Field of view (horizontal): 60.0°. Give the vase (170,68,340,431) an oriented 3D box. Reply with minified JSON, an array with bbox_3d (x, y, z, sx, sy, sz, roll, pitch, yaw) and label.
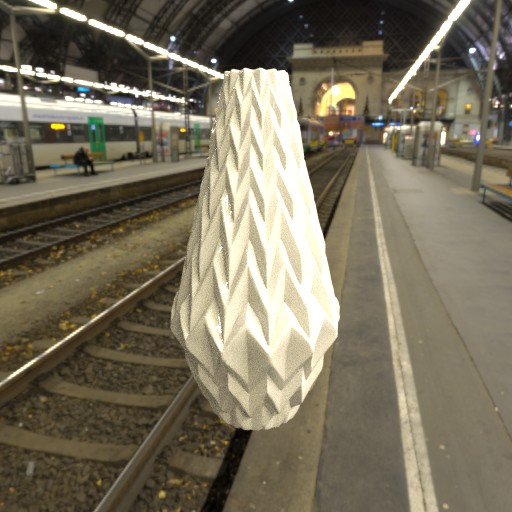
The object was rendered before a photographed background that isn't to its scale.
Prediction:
[{"bbox_3d":[0.000,0.000,0.425,0.167,0.328,0.167,0,15,0],"label":"vase"}]
